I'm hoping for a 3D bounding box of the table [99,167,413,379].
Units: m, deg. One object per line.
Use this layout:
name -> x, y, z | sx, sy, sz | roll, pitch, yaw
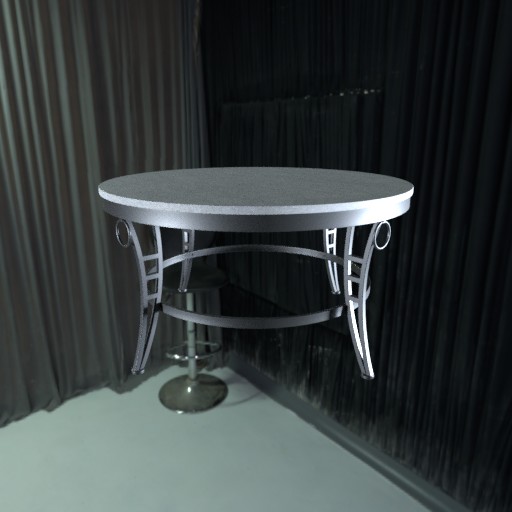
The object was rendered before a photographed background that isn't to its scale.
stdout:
table -> 0.000, 0.000, 1.388 | 0.889, 0.470, 0.889 | 0, 16, 0
